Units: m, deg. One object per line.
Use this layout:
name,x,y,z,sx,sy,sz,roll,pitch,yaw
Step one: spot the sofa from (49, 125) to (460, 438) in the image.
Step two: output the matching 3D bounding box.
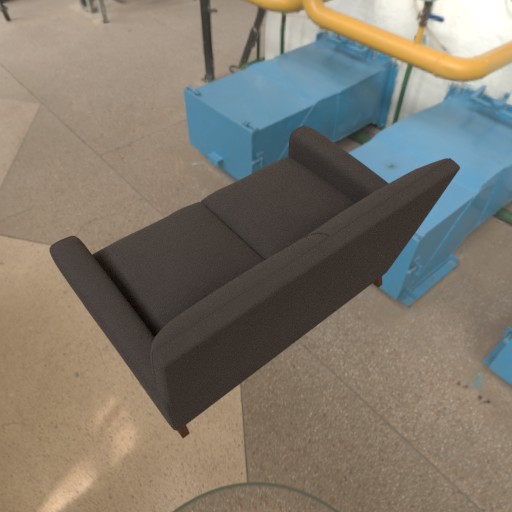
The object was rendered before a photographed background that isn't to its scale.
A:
sofa,0.000,0.000,1.949,1.420,0.846,0.871,-31,55,-26
